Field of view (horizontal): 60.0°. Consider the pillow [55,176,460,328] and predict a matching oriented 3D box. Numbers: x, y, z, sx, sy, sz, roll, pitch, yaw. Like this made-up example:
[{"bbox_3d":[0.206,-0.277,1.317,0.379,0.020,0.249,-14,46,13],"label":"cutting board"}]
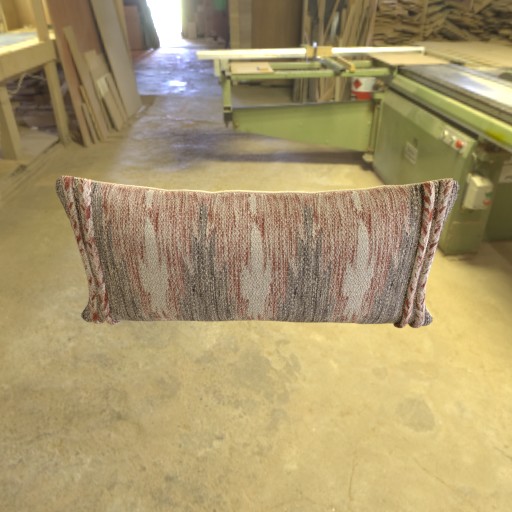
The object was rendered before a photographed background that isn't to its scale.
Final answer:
[{"bbox_3d":[0.000,0.000,0.739,0.635,0.282,0.139,1,31,1],"label":"pillow"}]
